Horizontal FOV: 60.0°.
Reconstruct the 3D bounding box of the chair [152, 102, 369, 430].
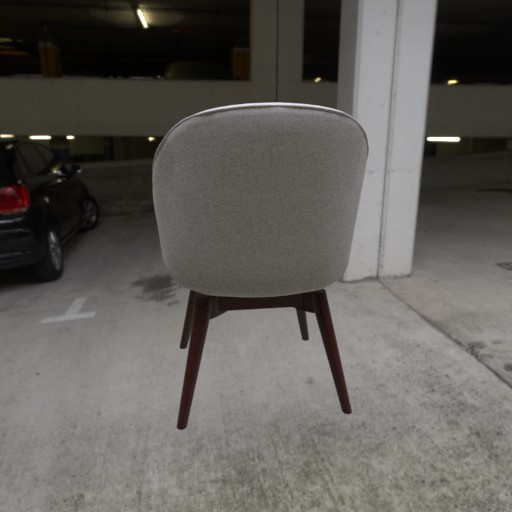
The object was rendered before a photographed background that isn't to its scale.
[{"bbox_3d":[0.000,0.000,1.315,0.596,0.823,0.635,-2,16,-8],"label":"chair"}]
